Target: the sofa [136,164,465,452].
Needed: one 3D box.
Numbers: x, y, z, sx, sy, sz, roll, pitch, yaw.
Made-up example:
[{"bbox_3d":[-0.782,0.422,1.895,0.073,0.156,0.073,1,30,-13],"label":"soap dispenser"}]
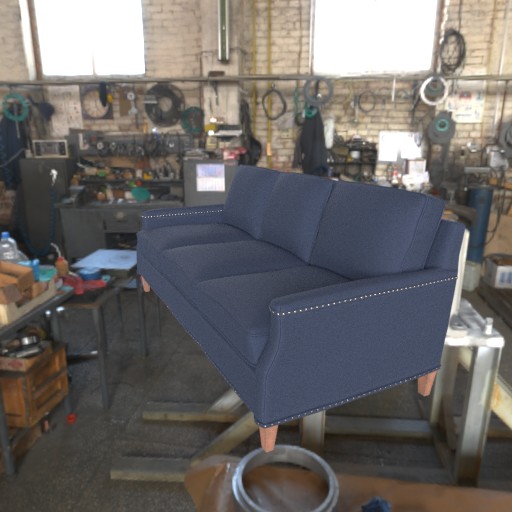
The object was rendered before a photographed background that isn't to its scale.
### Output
[{"bbox_3d":[0.000,0.000,2.809,1.084,1.003,2.246,-8,18,-26],"label":"sofa"}]
